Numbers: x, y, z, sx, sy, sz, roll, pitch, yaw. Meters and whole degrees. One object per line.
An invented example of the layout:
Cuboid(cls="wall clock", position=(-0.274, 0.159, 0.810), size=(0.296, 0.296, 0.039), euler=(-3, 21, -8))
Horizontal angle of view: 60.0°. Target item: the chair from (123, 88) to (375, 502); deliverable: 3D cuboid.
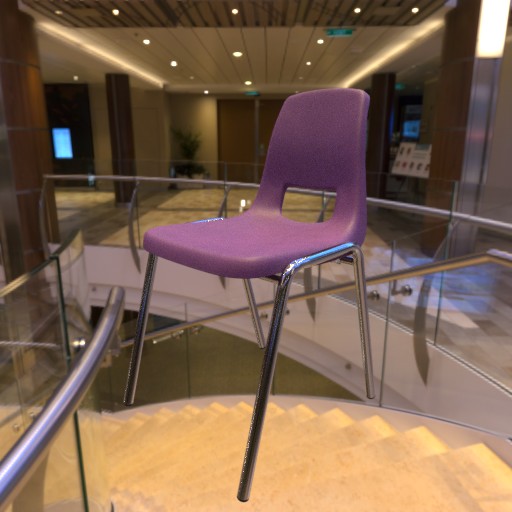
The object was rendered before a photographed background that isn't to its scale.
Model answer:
Cuboid(cls="chair", position=(0.000, 0.000, 0.881), size=(0.432, 0.654, 0.381), euler=(-14, 20, -43))
